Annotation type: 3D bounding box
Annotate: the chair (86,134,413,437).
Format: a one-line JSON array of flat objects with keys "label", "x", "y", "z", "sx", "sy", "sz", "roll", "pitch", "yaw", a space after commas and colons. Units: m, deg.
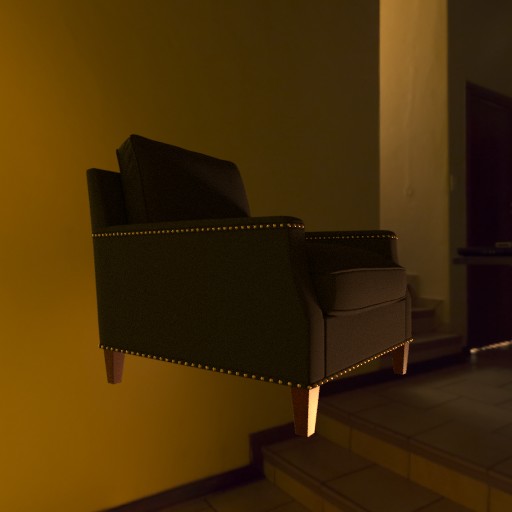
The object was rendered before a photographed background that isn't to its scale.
[{"label": "chair", "x": 0.000, "y": 0.000, "z": 1.740, "sx": 1.014, "sy": 0.943, "sz": 0.853, "roll": 0, "pitch": 0, "yaw": 36}]
